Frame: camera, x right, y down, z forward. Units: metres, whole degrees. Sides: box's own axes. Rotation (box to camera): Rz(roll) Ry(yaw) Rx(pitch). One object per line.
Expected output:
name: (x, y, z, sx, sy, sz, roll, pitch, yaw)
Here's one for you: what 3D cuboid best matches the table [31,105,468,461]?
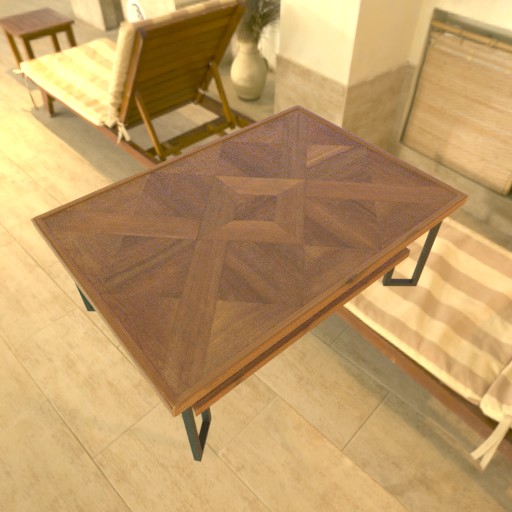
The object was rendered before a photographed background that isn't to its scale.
table: (0.000, 0.000, 1.703, 1.238, 0.492, 0.877, -31, 53, -27)
